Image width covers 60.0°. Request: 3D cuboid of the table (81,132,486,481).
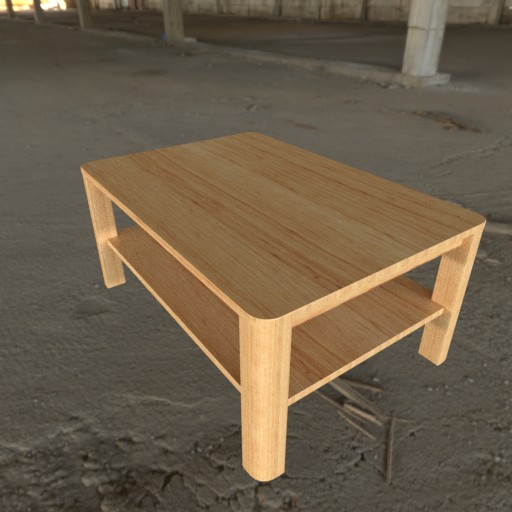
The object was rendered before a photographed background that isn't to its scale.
[{"bbox_3d":[0.000,0.000,1.357,0.696,0.445,0.997,-20,36,-30],"label":"table"}]
